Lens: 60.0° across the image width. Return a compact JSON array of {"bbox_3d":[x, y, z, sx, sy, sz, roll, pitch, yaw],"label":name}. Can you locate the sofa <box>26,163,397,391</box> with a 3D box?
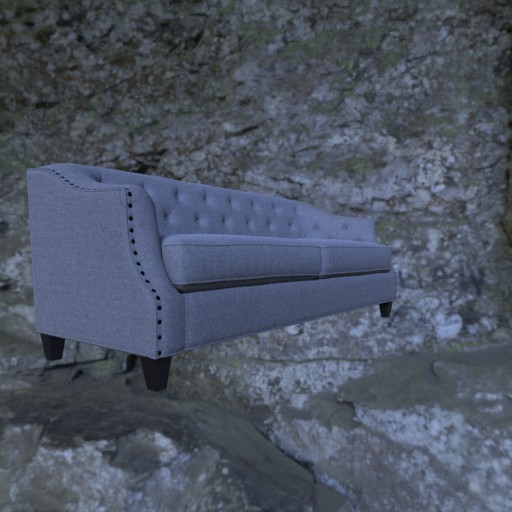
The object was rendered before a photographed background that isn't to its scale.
[{"bbox_3d":[0.000,0.000,2.605,0.914,0.901,2.235,1,1,37],"label":"sofa"}]
